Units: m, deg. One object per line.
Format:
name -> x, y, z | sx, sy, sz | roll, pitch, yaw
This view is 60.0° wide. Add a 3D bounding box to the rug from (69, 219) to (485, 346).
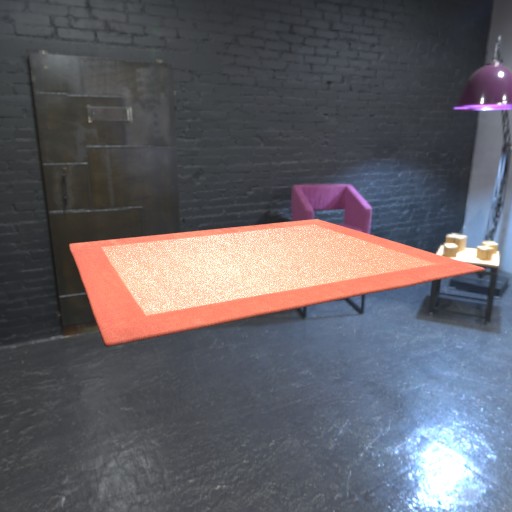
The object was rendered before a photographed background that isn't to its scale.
rug -> 0.000, 0.000, 3.993 | 2.976, 0.018, 2.430 | -8, 17, -26
